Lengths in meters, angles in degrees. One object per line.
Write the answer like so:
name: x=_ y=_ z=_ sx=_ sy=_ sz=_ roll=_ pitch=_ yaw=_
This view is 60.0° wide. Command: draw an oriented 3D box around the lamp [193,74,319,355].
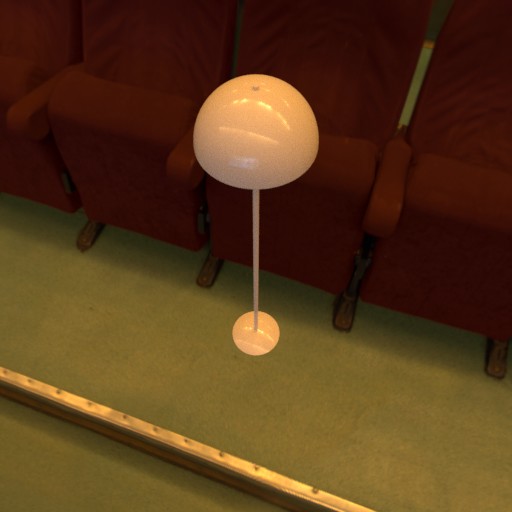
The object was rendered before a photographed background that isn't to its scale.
lamp: x=0.000 y=0.000 z=1.648 sx=0.328 sy=1.480 sz=0.328 roll=16 pitch=59 yaw=10
